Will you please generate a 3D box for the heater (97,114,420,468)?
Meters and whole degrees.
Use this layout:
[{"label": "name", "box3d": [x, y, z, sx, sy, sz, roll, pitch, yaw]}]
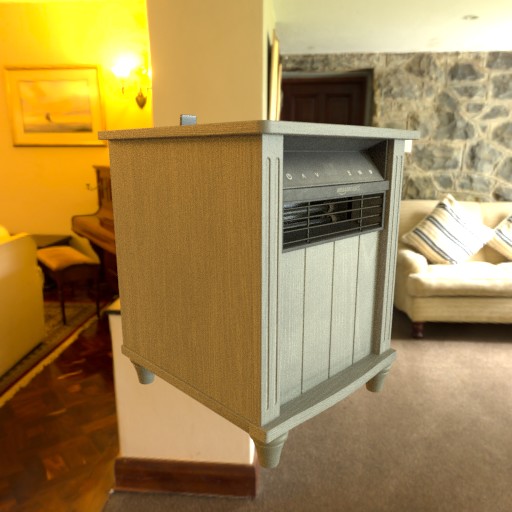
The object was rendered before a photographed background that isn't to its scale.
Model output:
[{"label": "heater", "box3d": [0.000, 0.000, 0.758, 0.362, 0.481, 0.400, -13, 18, -43]}]
